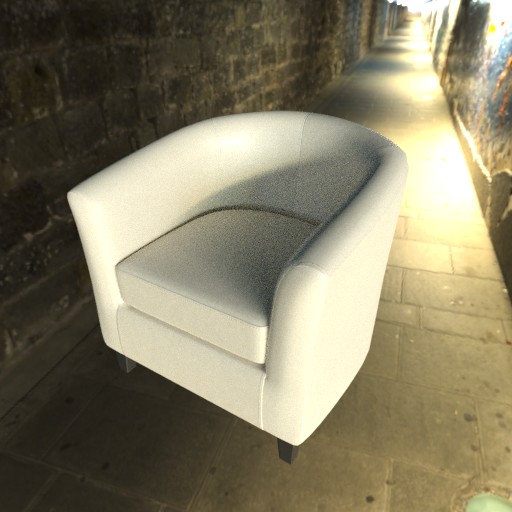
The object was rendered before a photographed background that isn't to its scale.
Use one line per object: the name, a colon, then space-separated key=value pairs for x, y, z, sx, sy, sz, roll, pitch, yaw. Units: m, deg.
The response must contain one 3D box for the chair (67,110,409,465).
chair: x=0.000 y=0.000 z=1.384 sx=0.792 sy=0.756 sz=0.727 roll=18 pitch=34 yaw=28
